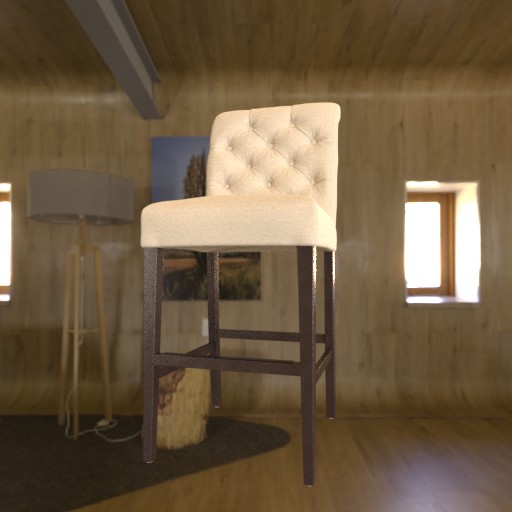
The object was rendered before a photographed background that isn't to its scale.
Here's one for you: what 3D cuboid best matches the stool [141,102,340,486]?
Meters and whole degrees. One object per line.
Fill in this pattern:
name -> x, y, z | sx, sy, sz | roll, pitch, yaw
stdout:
stool -> 0.000, 0.000, 1.409 | 0.482, 1.118, 0.610 | 0, -1, 17
